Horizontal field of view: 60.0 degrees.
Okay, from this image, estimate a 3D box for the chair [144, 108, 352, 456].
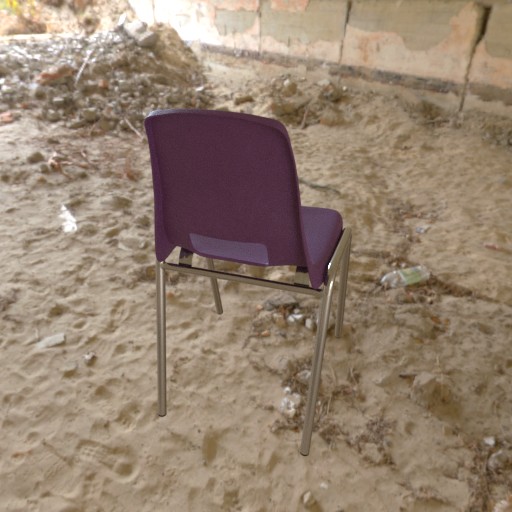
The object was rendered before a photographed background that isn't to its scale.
[{"bbox_3d":[0.000,0.000,0.962,0.381,0.704,0.432,9,32,15],"label":"chair"}]
